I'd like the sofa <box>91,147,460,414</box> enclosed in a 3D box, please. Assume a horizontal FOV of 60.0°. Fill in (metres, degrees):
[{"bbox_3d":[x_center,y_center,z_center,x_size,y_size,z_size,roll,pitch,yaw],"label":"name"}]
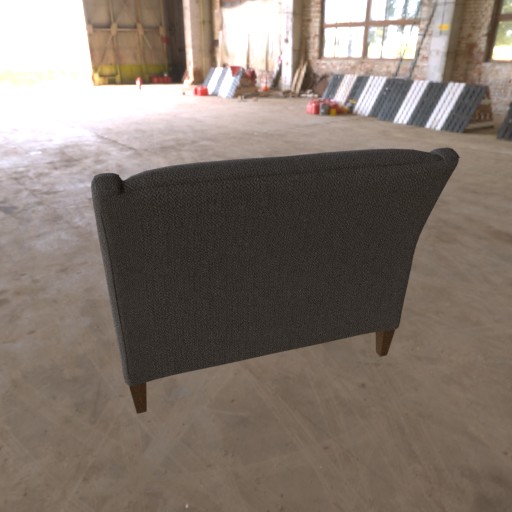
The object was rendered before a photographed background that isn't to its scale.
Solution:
[{"bbox_3d":[0.000,0.000,1.933,1.242,1.022,0.873,-8,27,-17],"label":"sofa"}]
